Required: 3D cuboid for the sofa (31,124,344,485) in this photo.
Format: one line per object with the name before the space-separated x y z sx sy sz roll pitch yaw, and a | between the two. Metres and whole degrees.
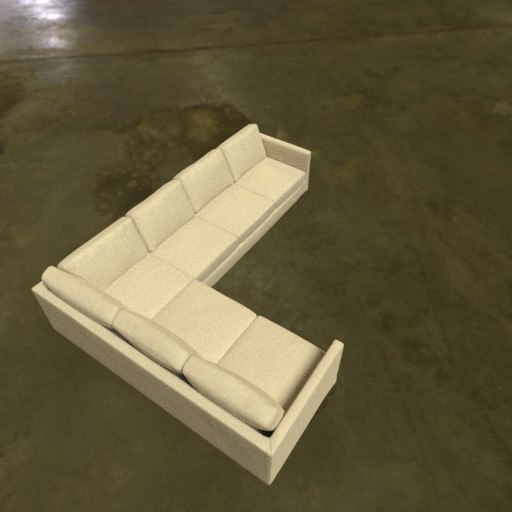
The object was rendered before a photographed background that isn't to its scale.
sofa | 0.000 0.000 4.316 2.432 0.863 3.182 26 51 23
